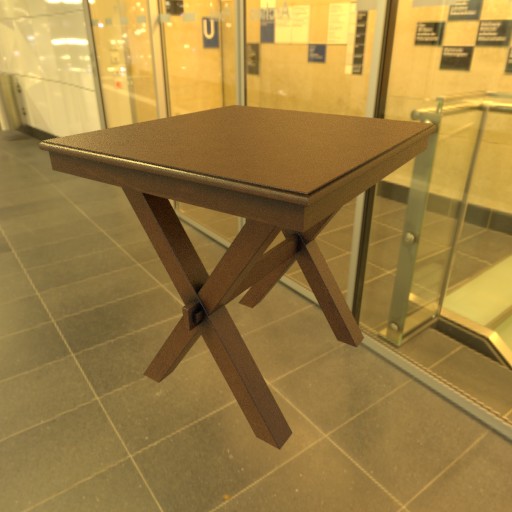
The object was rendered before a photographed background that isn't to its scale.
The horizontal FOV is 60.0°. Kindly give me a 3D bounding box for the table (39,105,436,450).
[{"bbox_3d":[0.000,0.000,1.022,0.560,0.562,0.602,17,31,30],"label":"table"}]
